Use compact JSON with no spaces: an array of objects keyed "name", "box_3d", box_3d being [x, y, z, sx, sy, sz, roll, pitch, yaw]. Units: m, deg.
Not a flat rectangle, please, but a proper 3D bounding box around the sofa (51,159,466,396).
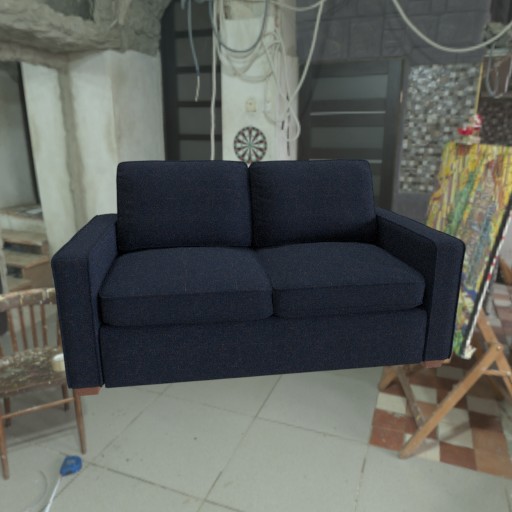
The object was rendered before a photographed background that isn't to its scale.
[{"name":"sofa","box_3d":[0.000,0.000,2.238,1.709,0.918,0.947,-2,16,-8]}]
